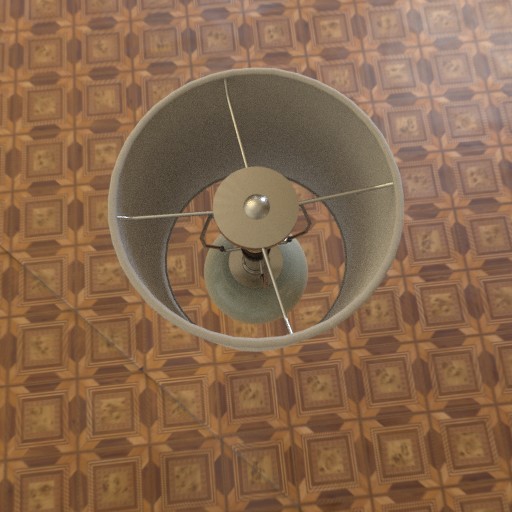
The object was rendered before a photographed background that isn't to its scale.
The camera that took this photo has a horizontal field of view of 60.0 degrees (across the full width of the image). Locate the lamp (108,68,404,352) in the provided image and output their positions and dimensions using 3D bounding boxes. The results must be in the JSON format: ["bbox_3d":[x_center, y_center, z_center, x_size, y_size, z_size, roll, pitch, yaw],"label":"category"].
[{"bbox_3d":[0.000,0.000,0.471,0.201,0.353,0.201,-37,79,-8],"label":"lamp"}]
